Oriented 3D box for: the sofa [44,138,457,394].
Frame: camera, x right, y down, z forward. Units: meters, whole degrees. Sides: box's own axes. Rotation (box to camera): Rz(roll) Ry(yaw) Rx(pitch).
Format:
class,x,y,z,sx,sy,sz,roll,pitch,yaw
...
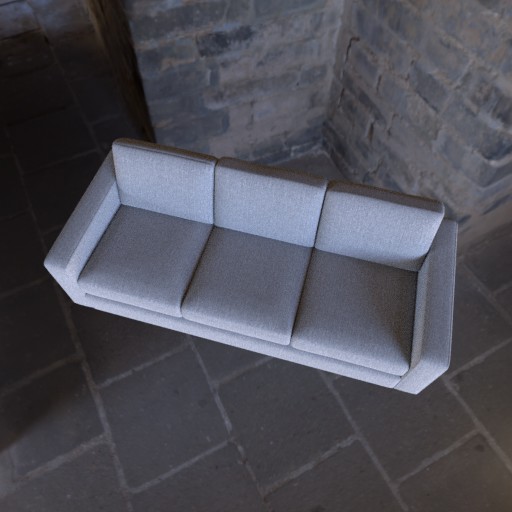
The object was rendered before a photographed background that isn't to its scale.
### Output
class,x,y,z,sx,sy,sz,roll,pitch,yaw
sofa,0.000,0.000,2.552,2.120,0.800,0.900,13,60,8
